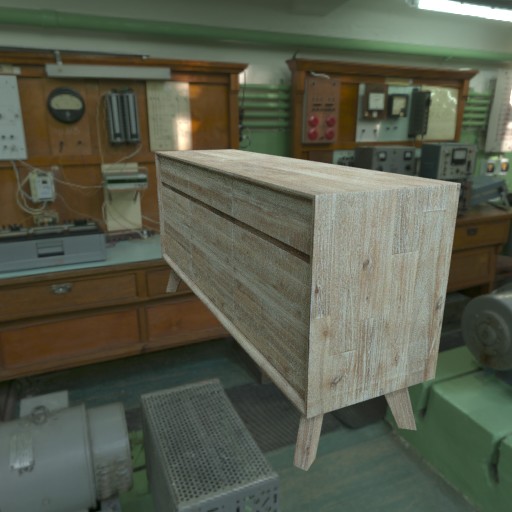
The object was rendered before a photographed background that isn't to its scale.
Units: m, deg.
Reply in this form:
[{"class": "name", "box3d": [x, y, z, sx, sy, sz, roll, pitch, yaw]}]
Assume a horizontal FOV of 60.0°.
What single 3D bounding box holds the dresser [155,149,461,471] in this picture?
[{"class": "dresser", "box3d": [0.000, 0.000, 1.895, 0.455, 0.788, 1.602, -8, 19, -24]}]
